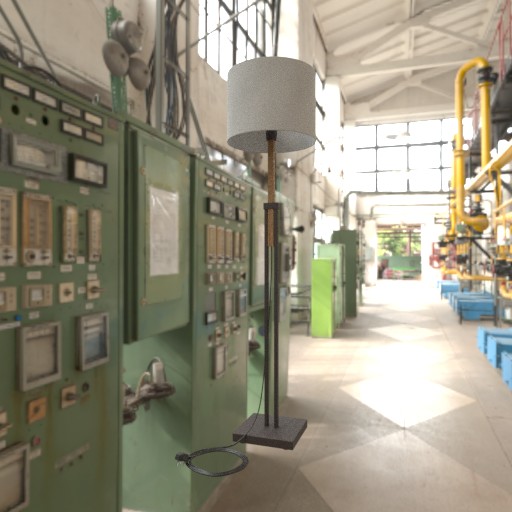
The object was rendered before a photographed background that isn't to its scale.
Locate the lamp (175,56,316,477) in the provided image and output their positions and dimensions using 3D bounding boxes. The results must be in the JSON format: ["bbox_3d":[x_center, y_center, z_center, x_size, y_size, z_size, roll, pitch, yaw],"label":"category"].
[{"bbox_3d":[0.000,0.000,1.933,0.474,1.650,0.639,0,0,19],"label":"lamp"}]
